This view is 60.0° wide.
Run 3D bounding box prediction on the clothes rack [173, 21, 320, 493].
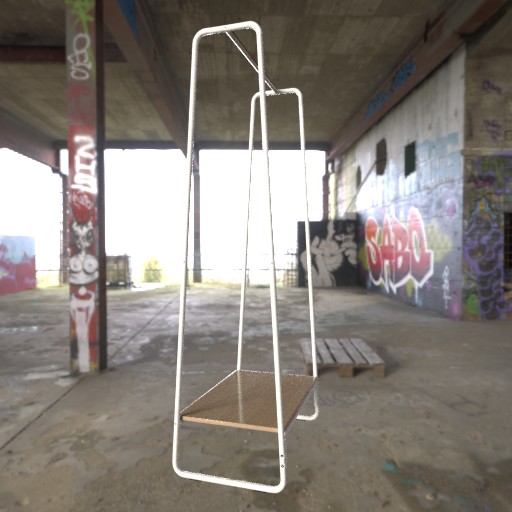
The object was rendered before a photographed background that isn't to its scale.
[{"bbox_3d":[0.000,0.000,1.740,0.400,1.500,0.640,0,1,18],"label":"clothes rack"}]
